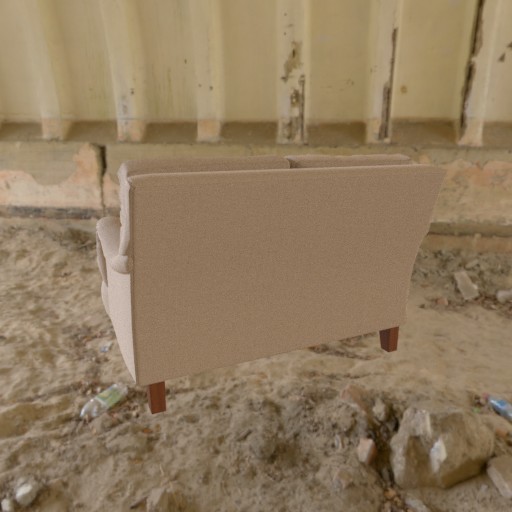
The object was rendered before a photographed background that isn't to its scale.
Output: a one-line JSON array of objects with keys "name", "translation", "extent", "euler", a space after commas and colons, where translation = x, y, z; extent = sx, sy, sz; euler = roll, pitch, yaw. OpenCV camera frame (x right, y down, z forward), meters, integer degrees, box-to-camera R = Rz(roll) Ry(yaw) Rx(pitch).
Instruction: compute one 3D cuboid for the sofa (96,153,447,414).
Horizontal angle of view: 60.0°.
[{"name": "sofa", "translation": [0.000, 0.000, 2.304], "extent": [1.508, 1.048, 1.087], "euler": [-7, 17, -25]}]
